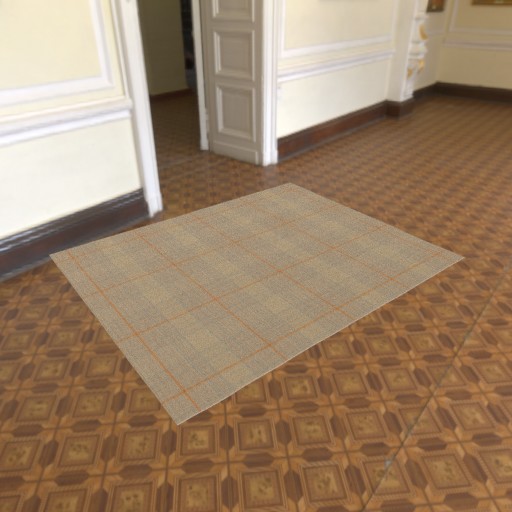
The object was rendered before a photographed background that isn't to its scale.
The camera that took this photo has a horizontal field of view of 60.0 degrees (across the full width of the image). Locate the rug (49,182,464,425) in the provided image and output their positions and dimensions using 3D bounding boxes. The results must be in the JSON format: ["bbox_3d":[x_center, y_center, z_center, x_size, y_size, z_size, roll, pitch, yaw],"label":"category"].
[{"bbox_3d":[0.000,0.000,4.159,3.051,0.021,2.448,-22,37,-32],"label":"rug"}]
